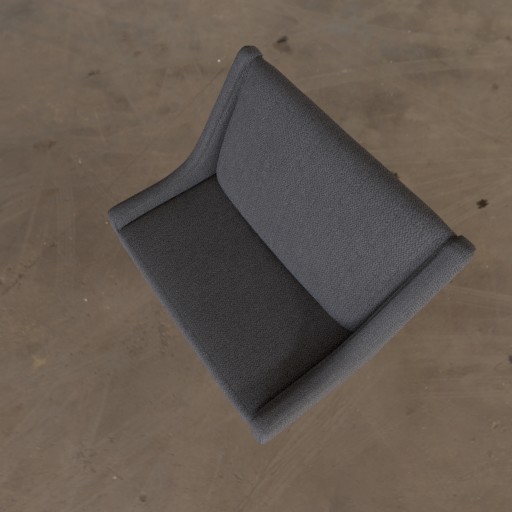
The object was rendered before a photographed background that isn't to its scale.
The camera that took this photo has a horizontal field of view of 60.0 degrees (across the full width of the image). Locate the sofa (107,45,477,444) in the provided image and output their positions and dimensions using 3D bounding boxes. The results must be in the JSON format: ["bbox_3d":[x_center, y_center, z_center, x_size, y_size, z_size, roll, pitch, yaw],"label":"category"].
[{"bbox_3d":[0.000,0.000,1.933,0.873,1.022,1.242,-33,67,-16],"label":"sofa"}]
